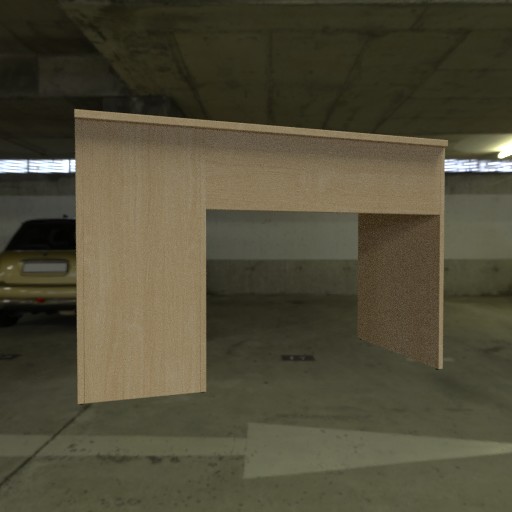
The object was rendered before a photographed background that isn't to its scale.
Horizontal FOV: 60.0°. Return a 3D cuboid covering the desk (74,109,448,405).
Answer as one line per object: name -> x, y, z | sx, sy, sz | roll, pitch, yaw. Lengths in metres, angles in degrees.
desk -> 0.000, 0.000, 1.516 | 1.097, 0.735, 0.560 | 0, 1, -17
